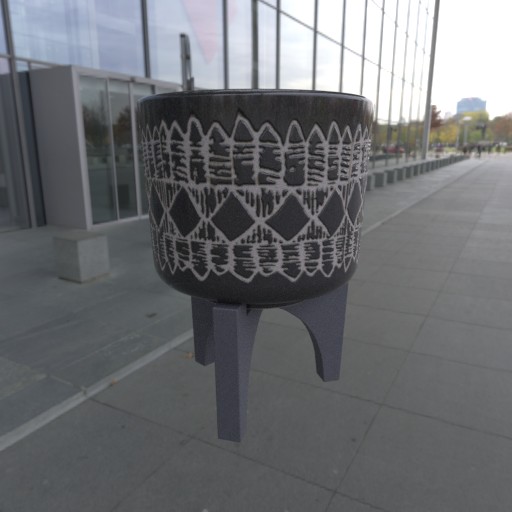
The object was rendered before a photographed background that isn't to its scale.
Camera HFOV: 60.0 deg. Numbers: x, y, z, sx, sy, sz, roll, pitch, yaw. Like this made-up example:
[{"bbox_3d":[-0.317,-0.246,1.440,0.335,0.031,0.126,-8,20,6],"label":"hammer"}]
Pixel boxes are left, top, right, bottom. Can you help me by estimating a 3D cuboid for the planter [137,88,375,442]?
[{"bbox_3d":[0.000,0.000,0.269,0.129,0.177,0.129,0,14,0],"label":"planter"}]
